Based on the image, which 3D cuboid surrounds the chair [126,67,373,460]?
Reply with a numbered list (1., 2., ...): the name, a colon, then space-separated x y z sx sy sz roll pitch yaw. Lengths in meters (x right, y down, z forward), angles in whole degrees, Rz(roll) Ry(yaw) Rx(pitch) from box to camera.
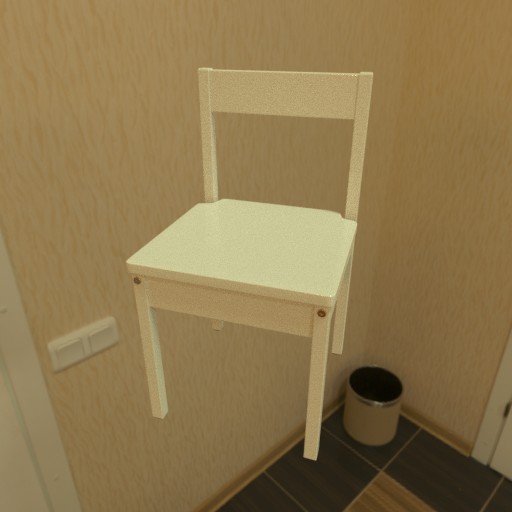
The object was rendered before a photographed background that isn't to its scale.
1. chair: 0.000 0.000 0.893 0.367 0.668 0.361 8 28 16
